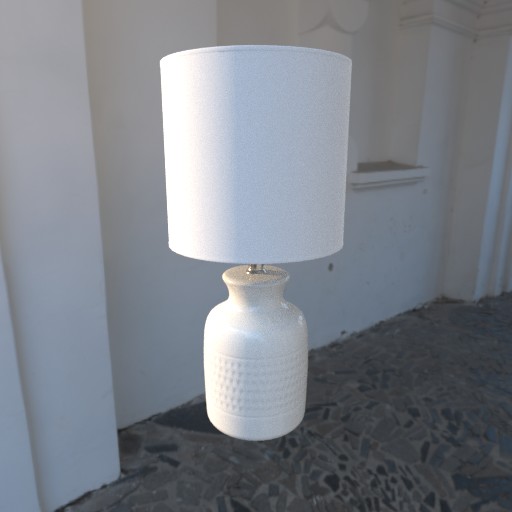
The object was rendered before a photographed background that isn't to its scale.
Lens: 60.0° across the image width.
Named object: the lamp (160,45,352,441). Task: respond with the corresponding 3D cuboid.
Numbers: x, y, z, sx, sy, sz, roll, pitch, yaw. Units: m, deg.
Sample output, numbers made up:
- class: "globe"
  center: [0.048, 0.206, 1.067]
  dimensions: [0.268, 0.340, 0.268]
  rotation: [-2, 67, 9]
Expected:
- class: "lamp"
  center: [0.000, 0.000, 0.490]
  dimensions: [0.188, 0.392, 0.188]
  rotation: [-7, 16, -25]
